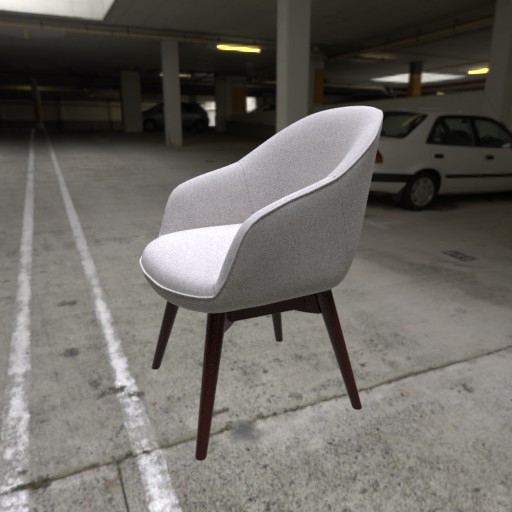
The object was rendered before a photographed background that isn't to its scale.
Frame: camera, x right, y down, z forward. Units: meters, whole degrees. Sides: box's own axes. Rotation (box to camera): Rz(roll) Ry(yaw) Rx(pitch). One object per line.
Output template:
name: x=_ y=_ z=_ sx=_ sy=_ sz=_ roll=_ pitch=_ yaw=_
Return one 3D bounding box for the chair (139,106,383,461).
chair: x=0.000 y=0.000 z=1.264 sx=0.635 sy=0.823 sz=0.596 roll=-7 pitch=17 yaw=-24
